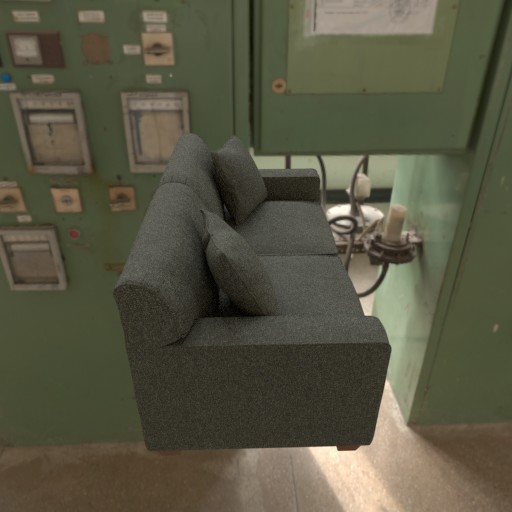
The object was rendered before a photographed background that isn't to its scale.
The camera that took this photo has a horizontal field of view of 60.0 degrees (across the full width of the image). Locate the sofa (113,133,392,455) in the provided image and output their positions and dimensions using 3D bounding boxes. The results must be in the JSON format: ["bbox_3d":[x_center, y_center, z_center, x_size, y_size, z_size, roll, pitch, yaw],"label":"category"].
[{"bbox_3d":[0.000,0.000,2.433,0.998,0.958,1.846,-1,31,-1],"label":"sofa"}]
